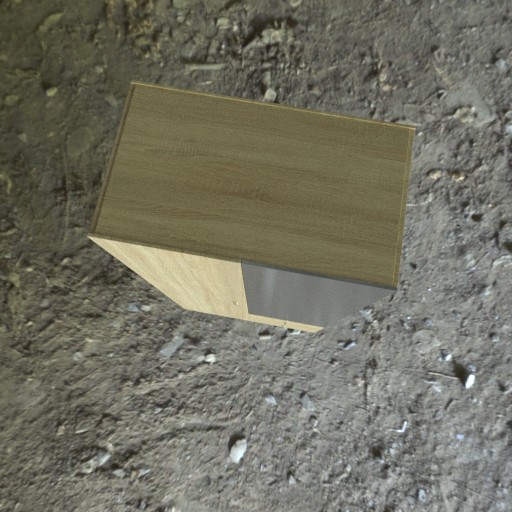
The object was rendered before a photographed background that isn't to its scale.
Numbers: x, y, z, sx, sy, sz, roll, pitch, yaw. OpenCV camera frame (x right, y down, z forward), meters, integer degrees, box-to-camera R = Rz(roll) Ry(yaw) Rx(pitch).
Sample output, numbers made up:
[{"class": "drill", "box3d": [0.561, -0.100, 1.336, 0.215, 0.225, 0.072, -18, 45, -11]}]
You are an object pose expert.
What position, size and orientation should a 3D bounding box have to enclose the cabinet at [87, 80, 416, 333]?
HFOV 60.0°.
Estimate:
[{"class": "cabinet", "box3d": [0.000, 0.000, 2.493, 1.001, 2.121, 0.590, 10, 77, 2]}]
